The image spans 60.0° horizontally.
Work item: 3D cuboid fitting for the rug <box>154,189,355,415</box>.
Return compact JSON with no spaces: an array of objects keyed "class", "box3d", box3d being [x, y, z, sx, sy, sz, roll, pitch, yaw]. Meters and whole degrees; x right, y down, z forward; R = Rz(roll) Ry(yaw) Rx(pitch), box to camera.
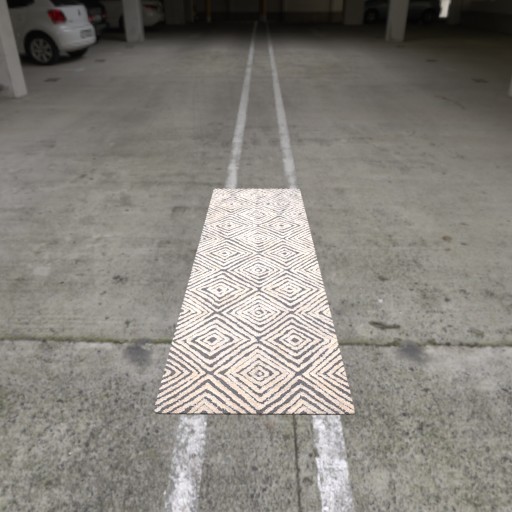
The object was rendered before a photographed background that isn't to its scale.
[{"class":"rug","box3d":[0.000,0.000,2.489,0.676,0.008,2.277,0,28,0]}]
